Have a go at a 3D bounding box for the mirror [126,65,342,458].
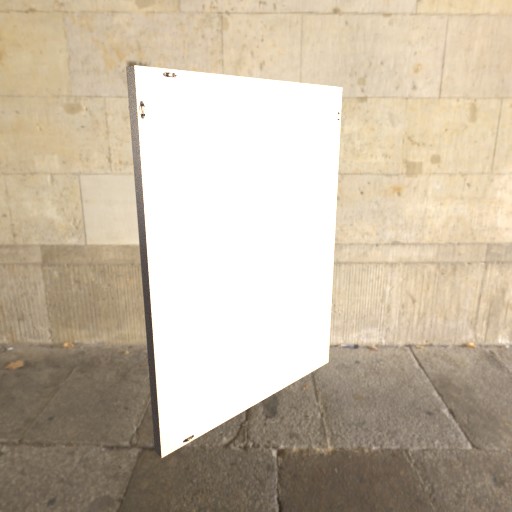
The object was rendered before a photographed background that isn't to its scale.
[{"bbox_3d":[0.000,0.000,1.363,0.762,1.016,0.040,-15,22,-42],"label":"mirror"}]
